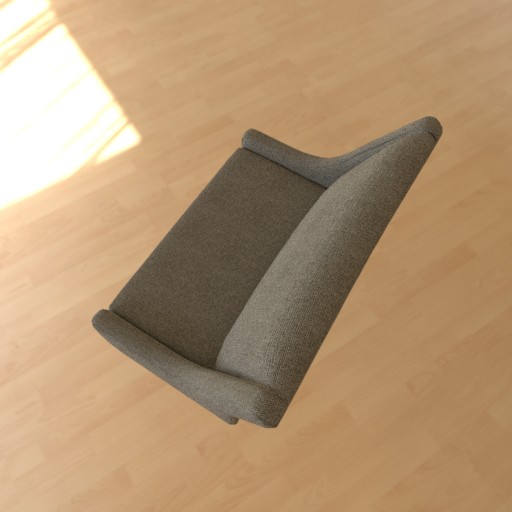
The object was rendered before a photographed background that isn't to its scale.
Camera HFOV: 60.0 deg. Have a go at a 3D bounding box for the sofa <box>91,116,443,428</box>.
[{"bbox_3d":[0.000,0.000,1.907,0.870,1.021,1.242,29,67,14],"label":"sofa"}]
